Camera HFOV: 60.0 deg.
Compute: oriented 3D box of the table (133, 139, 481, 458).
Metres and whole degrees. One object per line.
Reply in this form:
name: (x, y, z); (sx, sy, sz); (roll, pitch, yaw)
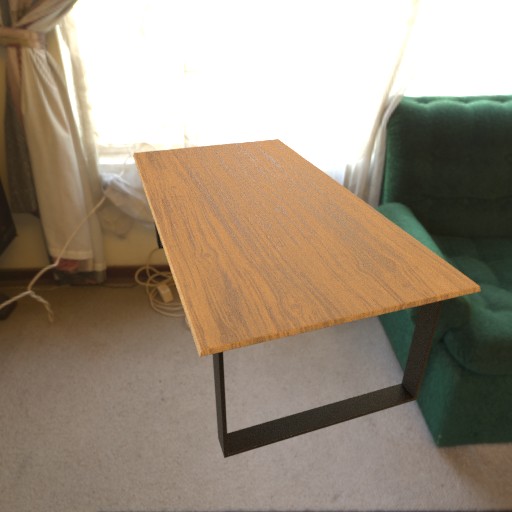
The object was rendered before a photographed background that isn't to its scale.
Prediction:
table: (0.000, 0.000, 1.623); (0.693, 0.445, 1.331); (-10, 32, -16)
